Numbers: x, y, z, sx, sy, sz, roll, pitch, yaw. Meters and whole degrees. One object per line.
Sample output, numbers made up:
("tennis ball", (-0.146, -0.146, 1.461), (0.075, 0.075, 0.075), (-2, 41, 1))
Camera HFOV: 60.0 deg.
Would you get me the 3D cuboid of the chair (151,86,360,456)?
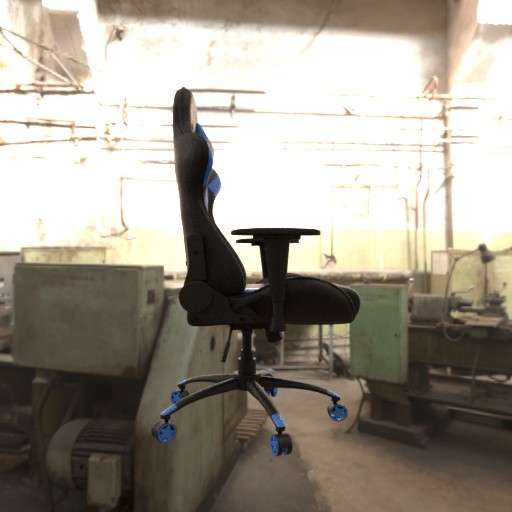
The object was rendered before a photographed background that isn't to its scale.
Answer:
("chair", (0.000, 0.000, 1.739), (0.730, 1.282, 0.695), (0, -1, -1))
